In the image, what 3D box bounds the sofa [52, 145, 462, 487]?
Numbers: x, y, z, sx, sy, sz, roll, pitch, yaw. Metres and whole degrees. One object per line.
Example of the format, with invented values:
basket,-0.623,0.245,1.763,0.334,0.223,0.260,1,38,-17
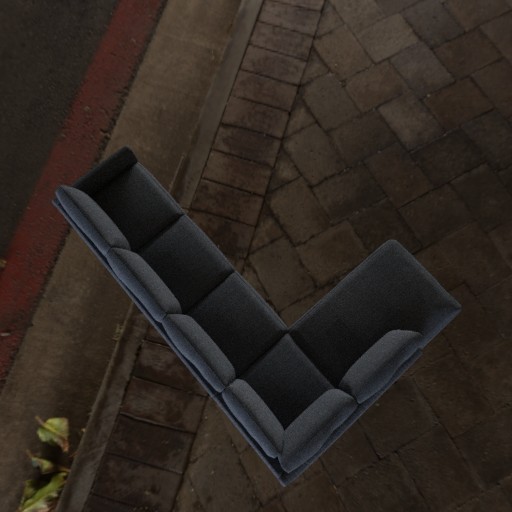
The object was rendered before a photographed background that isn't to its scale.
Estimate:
sofa,0.000,0.000,3.755,2.007,0.815,2.949,-40,79,-10
